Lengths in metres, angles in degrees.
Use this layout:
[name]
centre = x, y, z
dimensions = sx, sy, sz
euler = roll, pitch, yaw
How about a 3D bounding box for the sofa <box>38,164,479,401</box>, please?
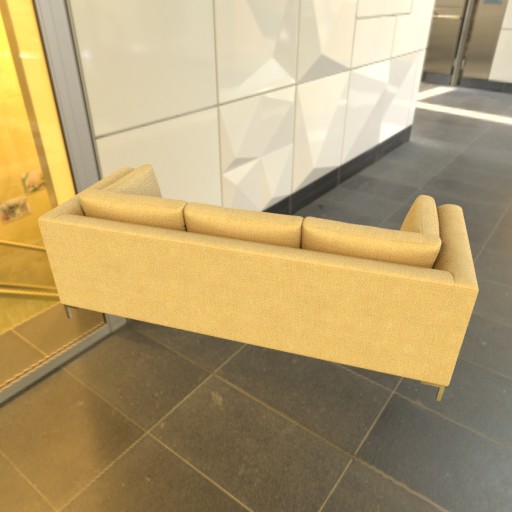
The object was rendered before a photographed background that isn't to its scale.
[sofa]
centre = 0.000, 0.000, 2.863
dimensions = 2.415, 0.867, 0.969
euler = 9, 32, 15
